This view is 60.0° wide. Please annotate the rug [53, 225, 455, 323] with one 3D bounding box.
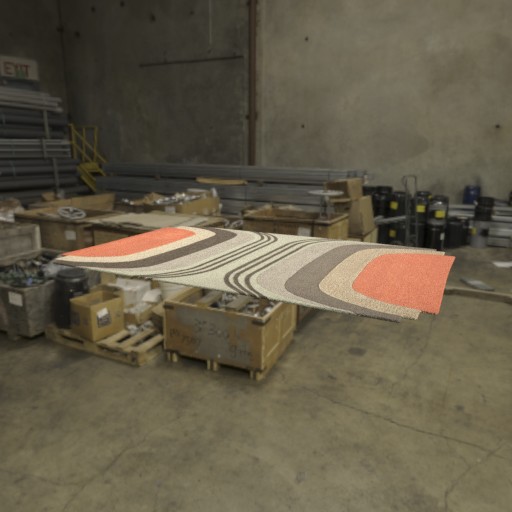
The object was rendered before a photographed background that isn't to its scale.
[{"bbox_3d":[0.000,0.000,3.043,2.446,0.017,1.530,7,16,26],"label":"rug"}]
